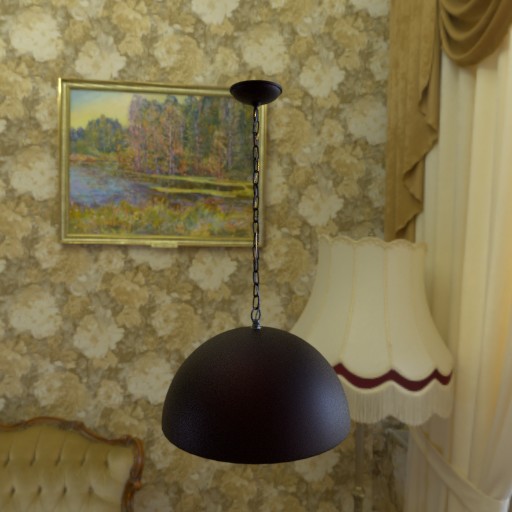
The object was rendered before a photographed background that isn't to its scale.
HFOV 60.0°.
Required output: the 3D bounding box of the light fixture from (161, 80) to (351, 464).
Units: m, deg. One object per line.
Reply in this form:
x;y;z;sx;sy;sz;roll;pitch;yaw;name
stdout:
0.000;0.000;1.168;0.492;0.869;0.492;1;1;37;light fixture
